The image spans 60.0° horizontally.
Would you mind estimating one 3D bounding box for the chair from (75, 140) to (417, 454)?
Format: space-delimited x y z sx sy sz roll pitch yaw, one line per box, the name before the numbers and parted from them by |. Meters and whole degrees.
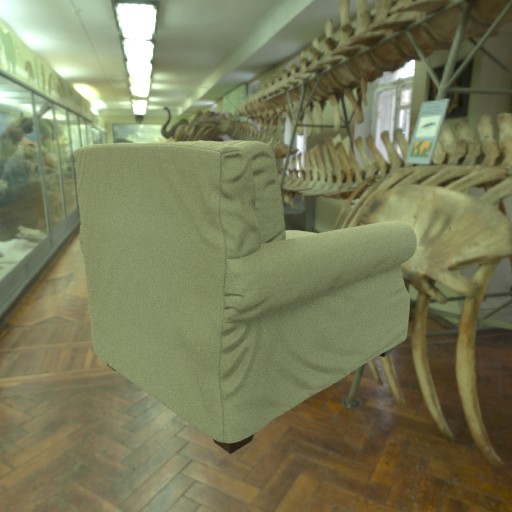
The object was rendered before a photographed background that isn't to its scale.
chair | 0.000 0.000 1.723 1.066 0.866 0.940 -13 19 -43
